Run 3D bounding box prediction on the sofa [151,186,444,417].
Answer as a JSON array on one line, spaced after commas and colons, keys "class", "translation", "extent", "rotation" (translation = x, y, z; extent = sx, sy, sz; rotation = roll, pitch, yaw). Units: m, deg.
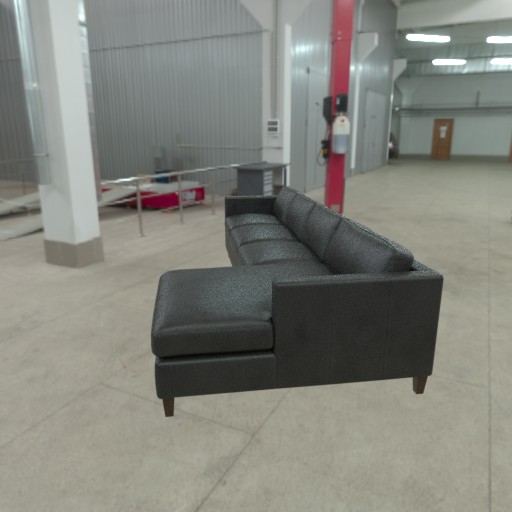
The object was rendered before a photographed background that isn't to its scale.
[{"class": "sofa", "translation": [0.000, 0.000, 3.869], "extent": [1.581, 0.883, 3.203], "rotation": [-2, 16, -8]}]
